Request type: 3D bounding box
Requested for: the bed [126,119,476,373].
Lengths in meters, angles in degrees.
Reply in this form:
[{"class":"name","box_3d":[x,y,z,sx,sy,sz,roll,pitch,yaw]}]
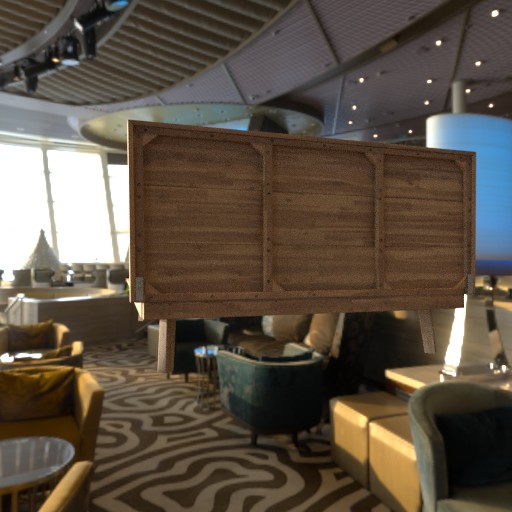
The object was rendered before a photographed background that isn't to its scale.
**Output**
[{"class":"bed","box_3d":[0.000,0.000,3.071,1.759,1.071,2.145,0,-1,-17]}]
